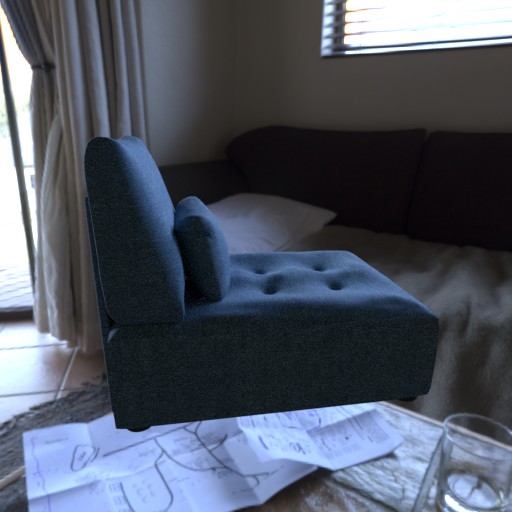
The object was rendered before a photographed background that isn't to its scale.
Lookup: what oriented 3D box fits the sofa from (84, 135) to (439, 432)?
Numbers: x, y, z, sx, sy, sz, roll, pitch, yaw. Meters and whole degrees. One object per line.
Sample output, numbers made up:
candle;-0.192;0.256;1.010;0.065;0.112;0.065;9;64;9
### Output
sofa;0.000;0.000;1.541;1.000;0.820;0.700;-3;17;-9
